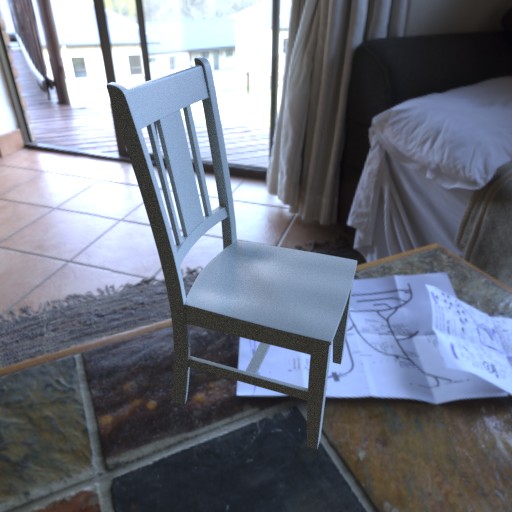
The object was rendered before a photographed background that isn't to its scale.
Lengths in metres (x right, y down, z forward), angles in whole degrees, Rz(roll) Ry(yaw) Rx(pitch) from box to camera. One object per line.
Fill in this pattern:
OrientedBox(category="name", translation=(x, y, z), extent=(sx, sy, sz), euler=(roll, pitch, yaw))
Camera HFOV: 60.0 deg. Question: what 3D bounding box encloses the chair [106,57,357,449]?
OrientedBox(category="chair", translation=(0.000, 0.000, 1.298), extent=(0.555, 0.998, 0.450), euler=(11, 33, 17))
